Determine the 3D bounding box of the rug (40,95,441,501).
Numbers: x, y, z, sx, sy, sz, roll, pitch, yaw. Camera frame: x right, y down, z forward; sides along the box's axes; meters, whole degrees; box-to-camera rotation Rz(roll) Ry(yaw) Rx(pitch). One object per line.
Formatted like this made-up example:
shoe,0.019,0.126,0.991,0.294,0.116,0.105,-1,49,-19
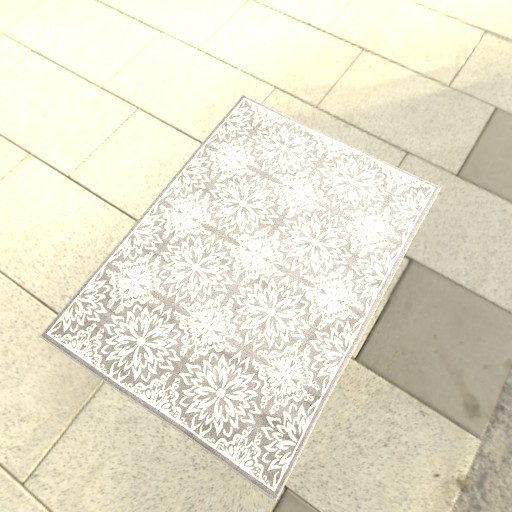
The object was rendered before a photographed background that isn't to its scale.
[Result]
rug,0.000,0.000,2.808,1.608,0.014,2.213,29,68,13
